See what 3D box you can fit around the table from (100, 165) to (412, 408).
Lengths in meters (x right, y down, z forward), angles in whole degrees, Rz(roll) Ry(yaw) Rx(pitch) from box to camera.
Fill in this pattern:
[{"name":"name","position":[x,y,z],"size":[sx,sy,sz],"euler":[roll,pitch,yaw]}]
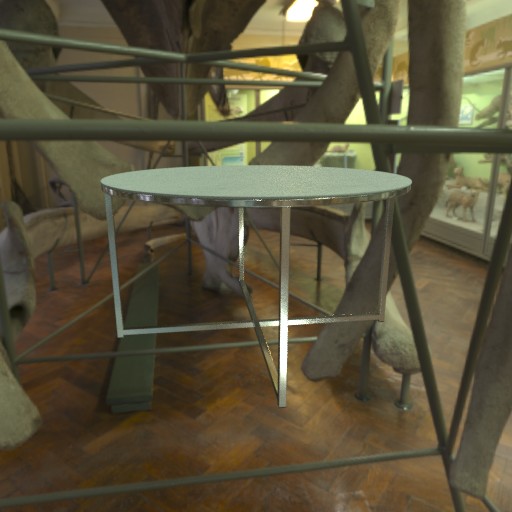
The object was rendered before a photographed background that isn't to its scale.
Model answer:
[{"name":"table","position":[0.000,0.000,1.261],"size":[0.800,0.450,0.800],"euler":[0,16,0]}]
